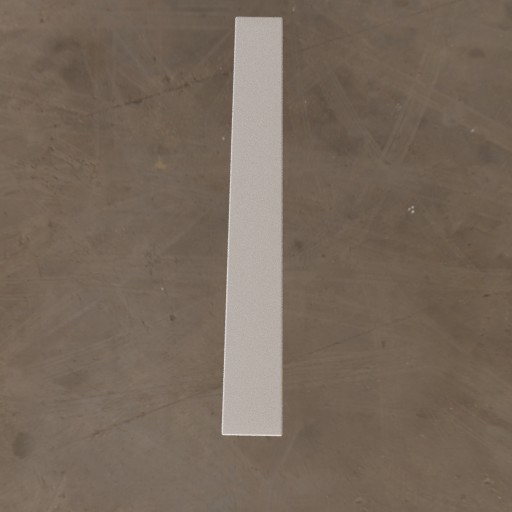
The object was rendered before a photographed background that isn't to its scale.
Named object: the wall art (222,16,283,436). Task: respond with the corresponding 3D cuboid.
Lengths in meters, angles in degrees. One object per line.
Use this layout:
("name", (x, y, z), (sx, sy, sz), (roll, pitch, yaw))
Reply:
("wall art", (0.000, 0.000, 0.454), (0.037, 0.305, 0.305), (1, 75, 0))
